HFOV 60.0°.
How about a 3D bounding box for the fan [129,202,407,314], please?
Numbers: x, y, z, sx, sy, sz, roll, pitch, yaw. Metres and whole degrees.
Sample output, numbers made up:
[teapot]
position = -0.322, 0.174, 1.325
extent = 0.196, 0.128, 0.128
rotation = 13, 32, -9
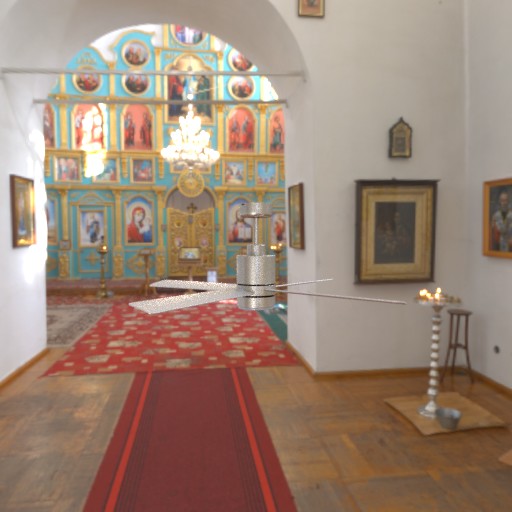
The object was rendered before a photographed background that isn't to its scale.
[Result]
[fan]
position = 0.000, 0.000, 2.303
extent = 1.525, 0.539, 1.525
rotation = 1, 2, 37
